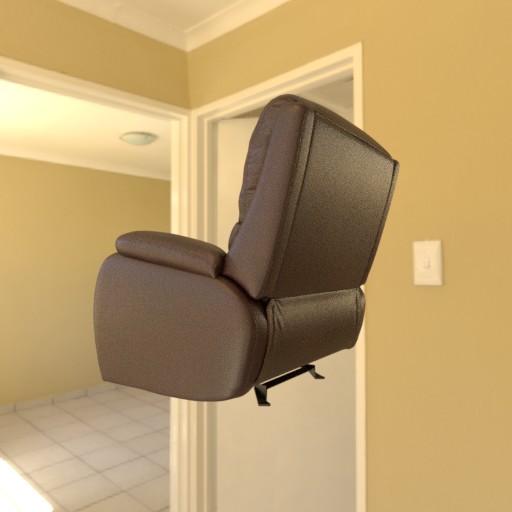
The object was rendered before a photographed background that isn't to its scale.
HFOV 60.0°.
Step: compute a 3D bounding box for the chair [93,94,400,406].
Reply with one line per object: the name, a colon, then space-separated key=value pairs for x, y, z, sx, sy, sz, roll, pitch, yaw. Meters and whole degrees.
chair: x=0.000 y=0.000 z=1.772 sx=0.899 sy=1.011 sz=0.930 roll=0 pitch=-1 yaw=34
